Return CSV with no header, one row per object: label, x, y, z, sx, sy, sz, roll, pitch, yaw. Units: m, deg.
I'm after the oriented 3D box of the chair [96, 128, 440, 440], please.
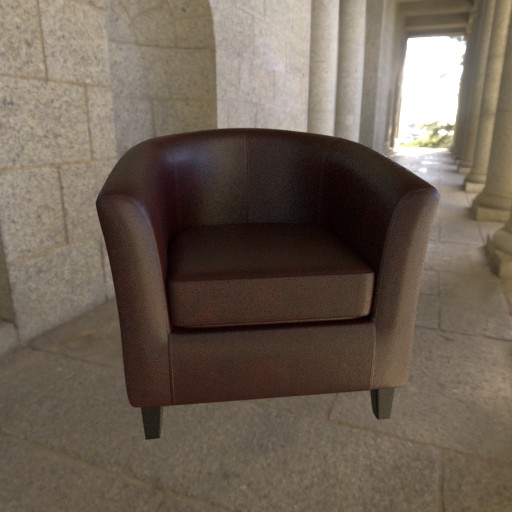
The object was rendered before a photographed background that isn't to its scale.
chair,0.000,0.000,1.376,0.792,0.756,0.727,-2,17,-7
